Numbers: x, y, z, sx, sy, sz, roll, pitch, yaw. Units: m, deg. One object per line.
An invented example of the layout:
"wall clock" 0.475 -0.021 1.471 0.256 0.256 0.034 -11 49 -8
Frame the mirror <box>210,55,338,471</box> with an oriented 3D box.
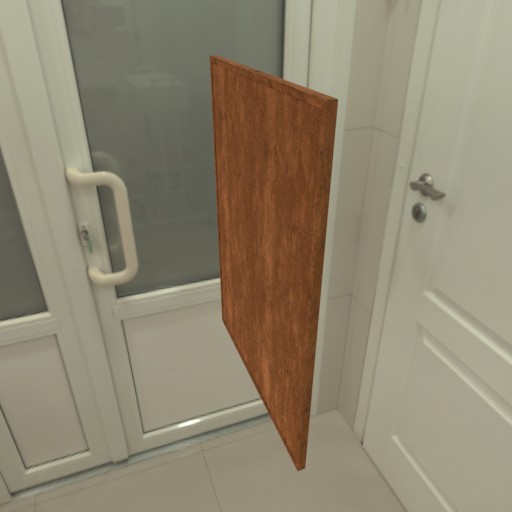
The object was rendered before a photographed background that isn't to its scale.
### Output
"mirror" 0.000 0.000 1.416 0.028 1.099 0.796 -11 32 -18
